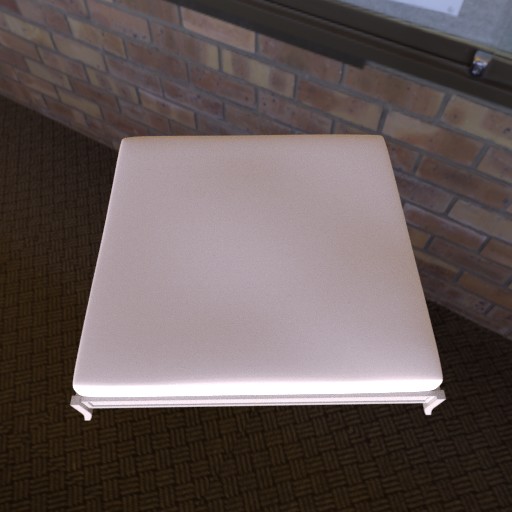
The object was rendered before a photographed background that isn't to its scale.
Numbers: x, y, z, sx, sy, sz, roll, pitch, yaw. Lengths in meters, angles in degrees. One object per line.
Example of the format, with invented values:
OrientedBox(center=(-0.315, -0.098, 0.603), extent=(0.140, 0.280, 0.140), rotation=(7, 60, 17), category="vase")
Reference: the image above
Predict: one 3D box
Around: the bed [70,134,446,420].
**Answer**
OrientedBox(center=(0.000, 0.000, 3.020), extent=(2.108, 0.510, 2.007), rotation=(-1, 58, 0), category="bed")
